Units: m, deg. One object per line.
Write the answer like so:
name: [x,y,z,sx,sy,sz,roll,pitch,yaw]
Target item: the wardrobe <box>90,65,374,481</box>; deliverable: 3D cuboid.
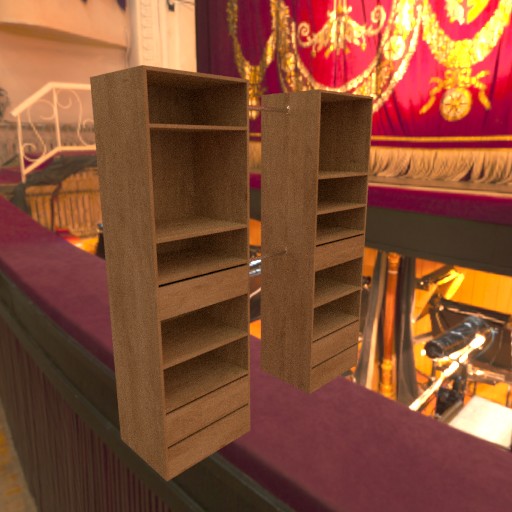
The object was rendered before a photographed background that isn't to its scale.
wardrobe: [0.000,0.000,2.812,1.770,2.000,0.480,-14,20,-43]
